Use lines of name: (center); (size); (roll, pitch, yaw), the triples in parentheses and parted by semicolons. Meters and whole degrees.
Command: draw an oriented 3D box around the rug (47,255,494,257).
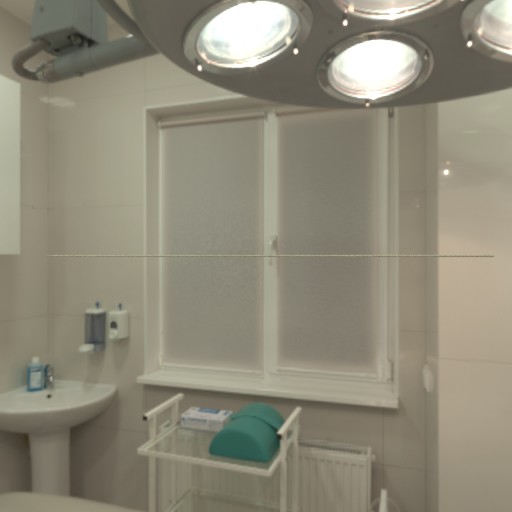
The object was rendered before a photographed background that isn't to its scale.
rug: (0.000, 0.000, 2.665); (2.435, 0.009, 0.750); (0, 0, 18)
